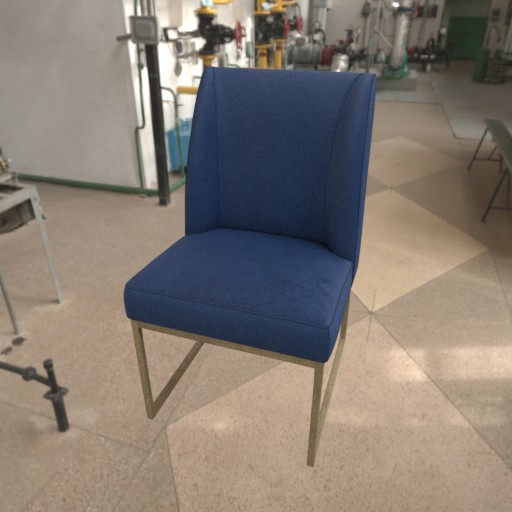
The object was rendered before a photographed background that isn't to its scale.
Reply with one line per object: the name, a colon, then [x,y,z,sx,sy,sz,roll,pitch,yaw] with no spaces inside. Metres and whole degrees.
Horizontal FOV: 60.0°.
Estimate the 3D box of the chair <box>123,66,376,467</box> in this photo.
chair: [0.000,0.000,1.170,0.508,0.863,0.522,9,31,16]
